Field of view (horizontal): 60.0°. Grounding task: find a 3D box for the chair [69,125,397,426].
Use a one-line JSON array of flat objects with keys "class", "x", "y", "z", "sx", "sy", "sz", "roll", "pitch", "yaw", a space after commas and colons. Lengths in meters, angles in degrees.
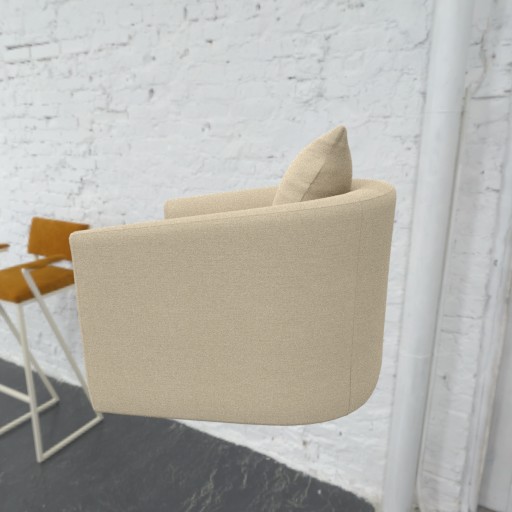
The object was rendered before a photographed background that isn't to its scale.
[{"class": "chair", "x": 0.000, "y": 0.000, "z": 1.551, "sx": 0.910, "sy": 0.848, "sz": 0.845, "roll": 2, "pitch": 14, "yaw": 7}]
